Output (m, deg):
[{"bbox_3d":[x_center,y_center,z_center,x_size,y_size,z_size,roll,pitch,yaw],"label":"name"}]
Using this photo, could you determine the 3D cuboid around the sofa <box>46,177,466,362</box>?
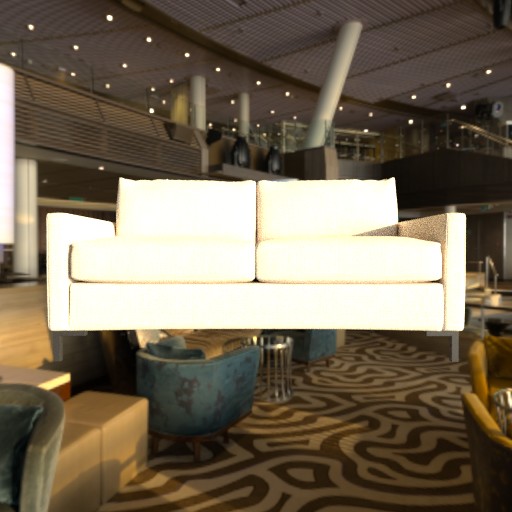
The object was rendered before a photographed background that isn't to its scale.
[{"bbox_3d":[0.000,0.000,2.095,1.651,0.812,0.839,0,1,0],"label":"sofa"}]
